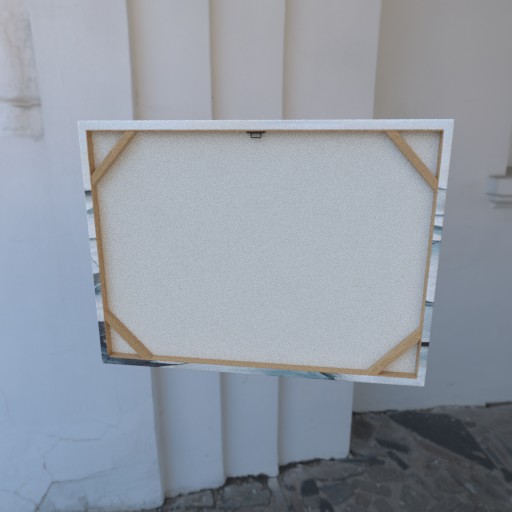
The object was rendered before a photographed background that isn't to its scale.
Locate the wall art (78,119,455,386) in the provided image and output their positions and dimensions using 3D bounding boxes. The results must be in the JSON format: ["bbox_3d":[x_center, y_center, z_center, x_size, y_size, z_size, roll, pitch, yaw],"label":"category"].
[{"bbox_3d":[0.000,0.000,1.560,1.219,0.915,0.039,2,16,8],"label":"wall art"}]
